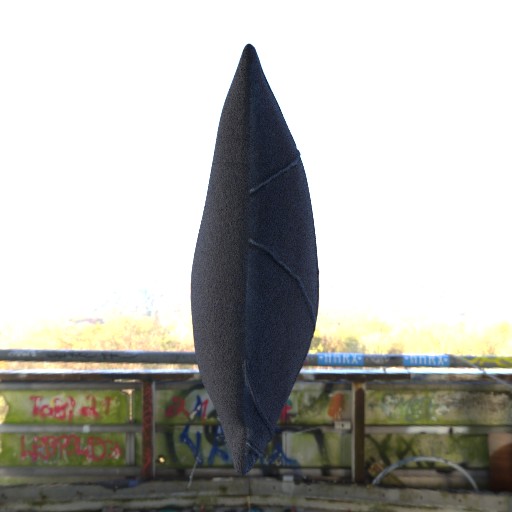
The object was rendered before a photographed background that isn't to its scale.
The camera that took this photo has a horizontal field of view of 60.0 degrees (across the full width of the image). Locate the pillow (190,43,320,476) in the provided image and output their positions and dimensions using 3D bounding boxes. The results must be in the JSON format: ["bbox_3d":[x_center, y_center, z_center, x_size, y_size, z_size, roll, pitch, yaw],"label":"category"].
[{"bbox_3d":[0.000,0.000,0.659,0.183,0.440,0.439,0,1,1],"label":"pillow"}]
